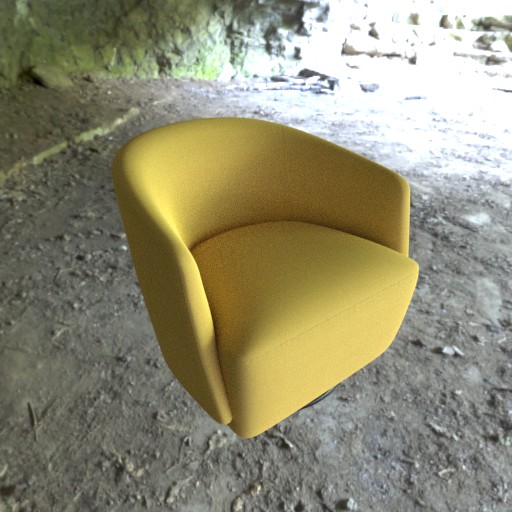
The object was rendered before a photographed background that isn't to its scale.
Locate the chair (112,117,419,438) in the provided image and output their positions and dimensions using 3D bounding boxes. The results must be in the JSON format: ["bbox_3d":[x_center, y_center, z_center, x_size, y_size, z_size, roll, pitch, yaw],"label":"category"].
[{"bbox_3d":[0.000,0.000,1.354,0.773,0.698,0.767,-21,35,-33],"label":"chair"}]
